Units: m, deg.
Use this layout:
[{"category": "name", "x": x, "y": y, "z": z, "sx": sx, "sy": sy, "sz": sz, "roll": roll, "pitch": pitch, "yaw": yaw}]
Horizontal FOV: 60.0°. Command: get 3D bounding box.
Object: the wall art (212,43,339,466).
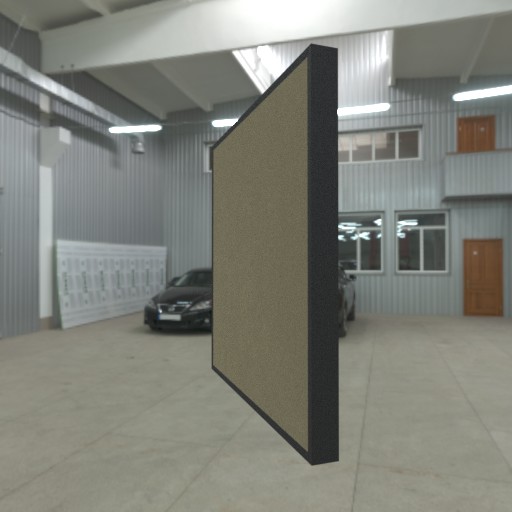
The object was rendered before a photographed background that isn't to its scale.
[{"category": "wall art", "x": 0.000, "y": 0.000, "z": 0.778, "sx": 0.037, "sy": 0.507, "sz": 0.509, "roll": 0, "pitch": -1, "yaw": -19}]
